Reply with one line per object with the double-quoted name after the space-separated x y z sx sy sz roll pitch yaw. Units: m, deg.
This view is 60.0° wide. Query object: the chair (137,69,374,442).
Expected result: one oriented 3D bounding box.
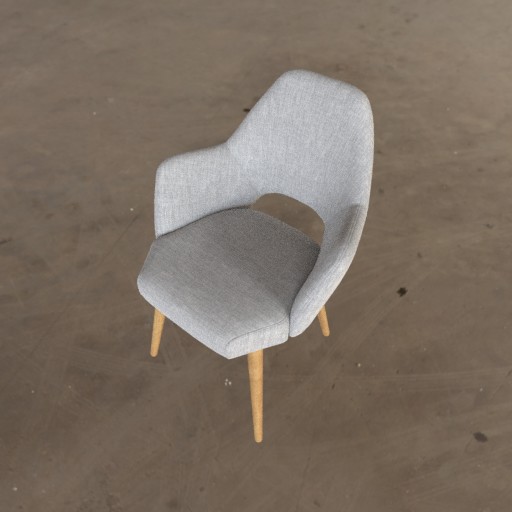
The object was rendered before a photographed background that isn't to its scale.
0.000 0.000 1.263 0.590 0.840 0.610 30 53 26 "chair"
